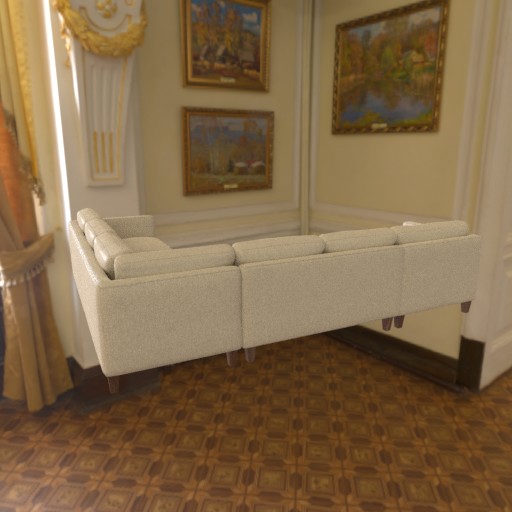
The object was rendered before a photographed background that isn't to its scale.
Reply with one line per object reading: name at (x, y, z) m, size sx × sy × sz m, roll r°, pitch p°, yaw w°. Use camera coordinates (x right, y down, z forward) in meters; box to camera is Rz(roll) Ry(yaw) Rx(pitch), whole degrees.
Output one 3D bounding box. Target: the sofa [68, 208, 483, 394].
sofa at (0.000, 0.000, 4.338) m, size 3.238 × 0.853 × 2.551 m, roll -7°, pitch 16°, yaw -25°
